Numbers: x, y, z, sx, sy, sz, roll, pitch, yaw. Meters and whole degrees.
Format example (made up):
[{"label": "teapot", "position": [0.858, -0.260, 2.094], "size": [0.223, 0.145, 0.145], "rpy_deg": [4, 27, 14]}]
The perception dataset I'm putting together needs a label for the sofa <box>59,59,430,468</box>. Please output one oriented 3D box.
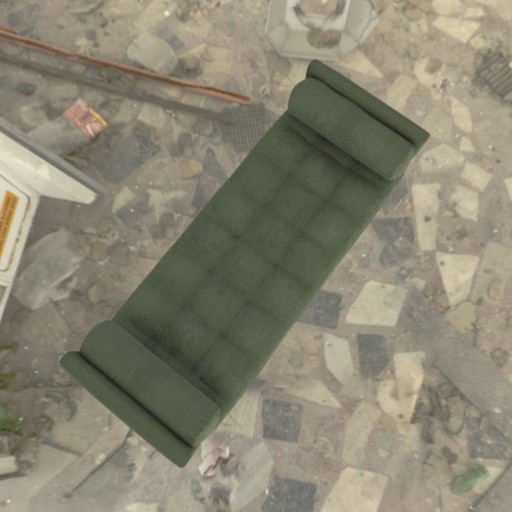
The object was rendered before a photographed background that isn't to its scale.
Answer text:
[{"label": "sofa", "position": [0.000, 0.000, 2.539], "size": [0.817, 0.681, 2.130], "rpy_deg": [37, 79, 8]}]
